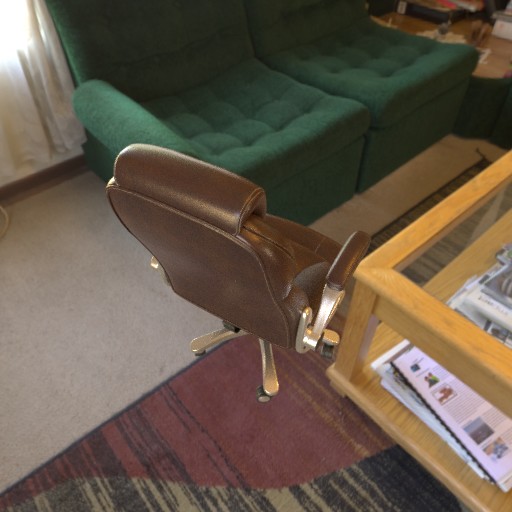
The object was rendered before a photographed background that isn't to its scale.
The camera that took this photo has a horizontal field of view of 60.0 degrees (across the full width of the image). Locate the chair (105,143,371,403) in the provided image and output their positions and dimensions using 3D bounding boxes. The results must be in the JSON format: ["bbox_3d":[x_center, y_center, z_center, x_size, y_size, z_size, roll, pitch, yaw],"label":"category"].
[{"bbox_3d":[0.000,0.000,1.638,0.733,1.160,0.774,24,50,21],"label":"chair"}]
